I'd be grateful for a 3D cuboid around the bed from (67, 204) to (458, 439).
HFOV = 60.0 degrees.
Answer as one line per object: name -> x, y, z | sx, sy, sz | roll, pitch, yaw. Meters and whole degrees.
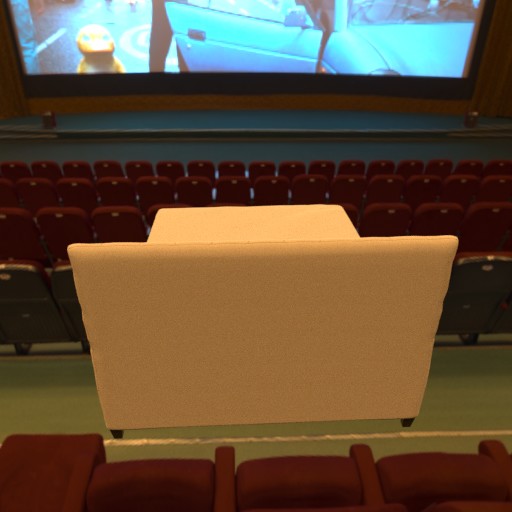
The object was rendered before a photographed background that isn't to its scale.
bed -> 0.000, 0.000, 3.653 | 2.078, 1.427, 2.387 | -1, 29, -2
